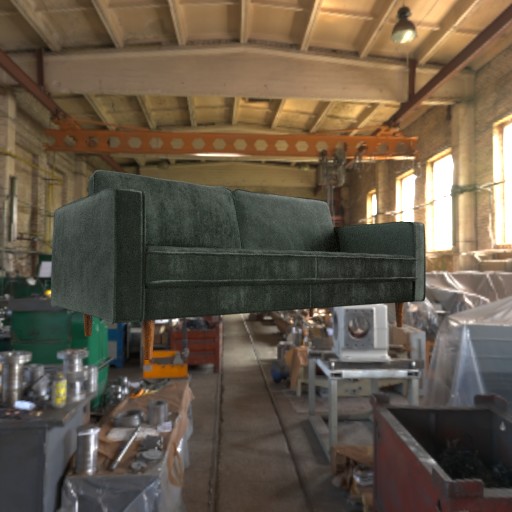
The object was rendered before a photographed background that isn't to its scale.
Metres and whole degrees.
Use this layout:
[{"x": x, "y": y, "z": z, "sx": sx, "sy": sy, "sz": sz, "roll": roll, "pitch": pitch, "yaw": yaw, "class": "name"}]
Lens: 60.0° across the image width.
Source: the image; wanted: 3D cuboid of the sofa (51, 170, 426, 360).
[{"x": 0.000, "y": 0.000, "z": 2.302, "sx": 1.816, "sy": 0.781, "sz": 0.886, "roll": 1, "pitch": -2, "yaw": -37, "class": "sofa"}]
